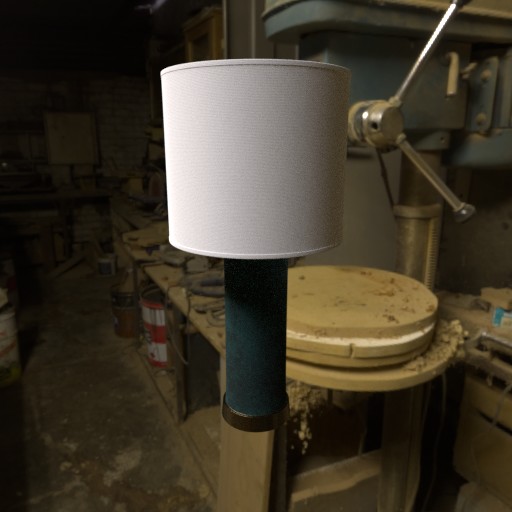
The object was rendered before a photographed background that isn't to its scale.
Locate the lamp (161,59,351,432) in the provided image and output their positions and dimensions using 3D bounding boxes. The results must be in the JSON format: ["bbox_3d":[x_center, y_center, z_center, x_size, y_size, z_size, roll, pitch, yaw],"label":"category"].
[{"bbox_3d":[0.000,0.000,0.791,0.301,0.630,0.301,-7,16,-26],"label":"lamp"}]
